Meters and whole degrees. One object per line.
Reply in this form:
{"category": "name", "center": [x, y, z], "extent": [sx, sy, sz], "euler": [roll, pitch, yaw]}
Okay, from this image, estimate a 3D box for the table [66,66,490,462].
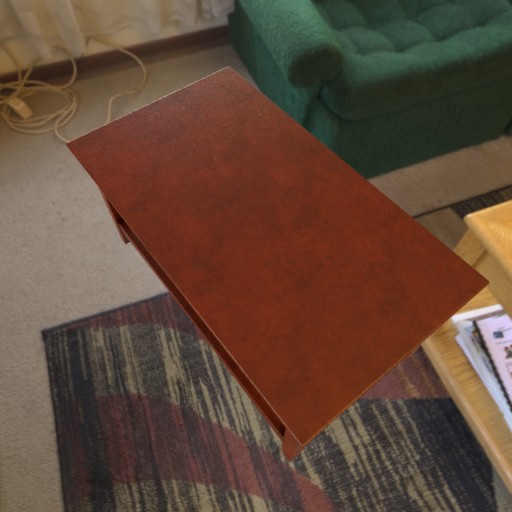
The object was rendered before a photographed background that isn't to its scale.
{"category": "table", "center": [0.000, 0.000, 1.246], "extent": [0.533, 0.456, 0.943], "euler": [-34, 64, -19]}
